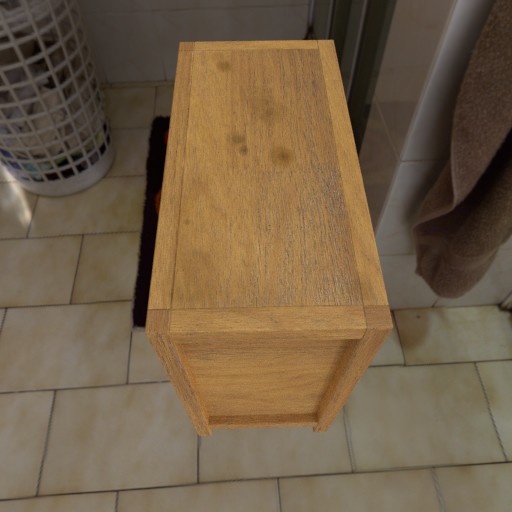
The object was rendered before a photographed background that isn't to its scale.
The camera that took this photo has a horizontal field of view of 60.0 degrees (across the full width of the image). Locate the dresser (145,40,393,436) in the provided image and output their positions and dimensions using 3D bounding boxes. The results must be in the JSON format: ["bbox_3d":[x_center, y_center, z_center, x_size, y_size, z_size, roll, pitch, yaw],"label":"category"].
[{"bbox_3d":[0.000,0.000,1.262,0.427,0.804,0.804,-1,57,-1],"label":"dresser"}]
